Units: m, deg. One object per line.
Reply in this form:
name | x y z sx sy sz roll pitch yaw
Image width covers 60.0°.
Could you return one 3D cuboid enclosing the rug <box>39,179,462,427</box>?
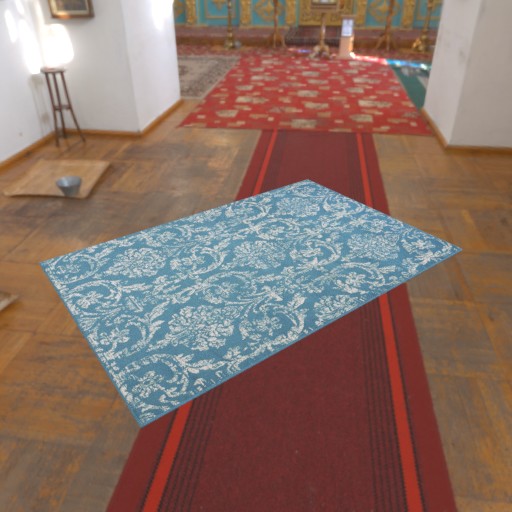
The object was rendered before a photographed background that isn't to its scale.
rug | 0.000 0.000 3.436 2.746 0.018 1.816 -22 38 -31
